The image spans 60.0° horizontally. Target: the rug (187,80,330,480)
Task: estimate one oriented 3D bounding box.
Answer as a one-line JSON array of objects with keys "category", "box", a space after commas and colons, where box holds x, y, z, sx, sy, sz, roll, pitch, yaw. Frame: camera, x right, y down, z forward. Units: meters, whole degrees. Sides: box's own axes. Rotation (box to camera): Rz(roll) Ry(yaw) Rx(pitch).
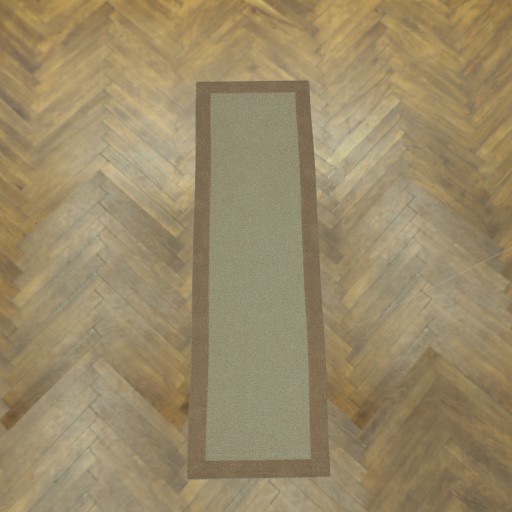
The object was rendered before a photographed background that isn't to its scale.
[{"category": "rug", "box": [0.000, 0.000, 2.652, 0.767, 0.012, 2.430, -1, 75, 0]}]
